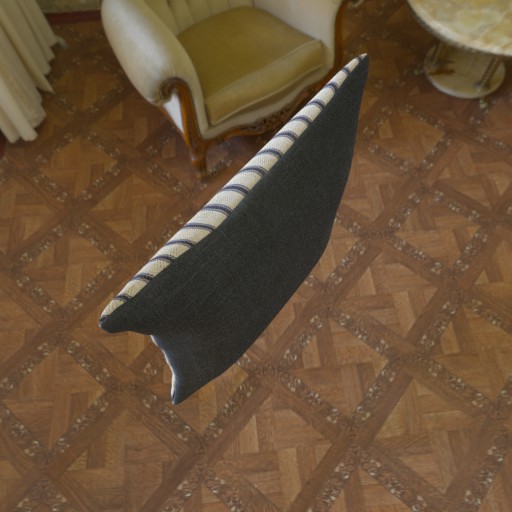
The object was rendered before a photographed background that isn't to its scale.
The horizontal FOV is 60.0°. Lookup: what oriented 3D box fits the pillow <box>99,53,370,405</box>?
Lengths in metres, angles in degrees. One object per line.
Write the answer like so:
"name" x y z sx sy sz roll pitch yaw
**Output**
"pillow" 0.000 0.000 0.676 0.138 0.444 0.468 35 68 16
